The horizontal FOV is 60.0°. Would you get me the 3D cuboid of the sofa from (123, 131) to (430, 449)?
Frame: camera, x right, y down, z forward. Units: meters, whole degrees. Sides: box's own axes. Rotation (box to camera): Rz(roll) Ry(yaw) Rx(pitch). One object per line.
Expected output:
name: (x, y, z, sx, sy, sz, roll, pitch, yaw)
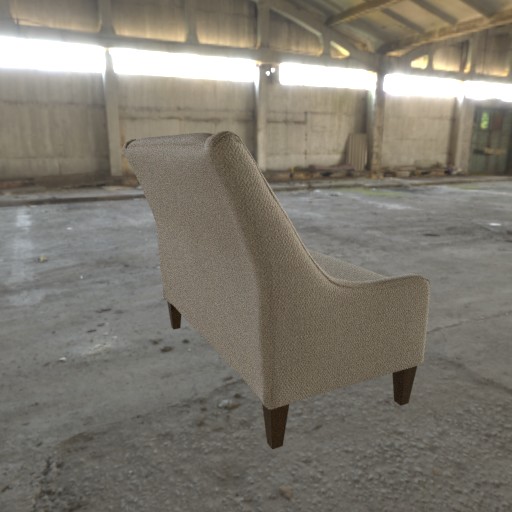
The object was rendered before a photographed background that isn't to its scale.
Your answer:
sofa: (0.000, 0.000, 1.962, 0.870, 1.022, 1.242, -7, 15, -26)
